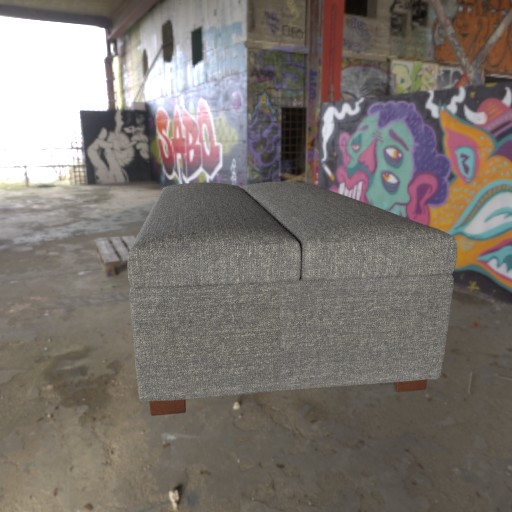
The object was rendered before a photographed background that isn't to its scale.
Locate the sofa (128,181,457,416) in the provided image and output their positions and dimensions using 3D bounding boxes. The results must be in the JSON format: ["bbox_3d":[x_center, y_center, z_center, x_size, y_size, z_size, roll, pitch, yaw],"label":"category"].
[{"bbox_3d":[0.000,0.000,1.564,0.782,0.417,1.198,-2,15,-8],"label":"sofa"}]
